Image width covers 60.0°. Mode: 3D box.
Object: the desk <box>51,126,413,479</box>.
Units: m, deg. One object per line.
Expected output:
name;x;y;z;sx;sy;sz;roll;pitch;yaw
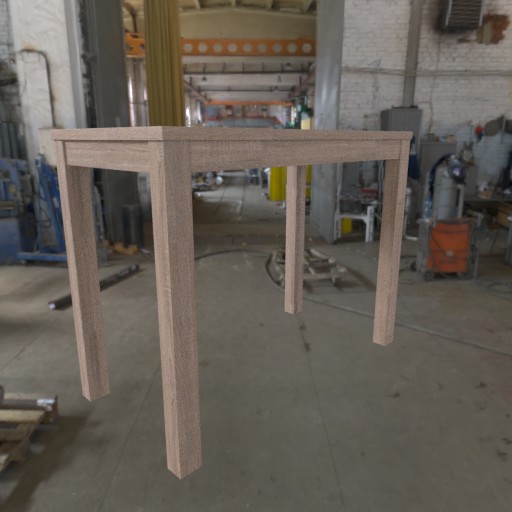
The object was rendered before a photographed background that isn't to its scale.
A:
desk;0.000;0.000;1.401;0.495;0.762;0.991;14;20;42
